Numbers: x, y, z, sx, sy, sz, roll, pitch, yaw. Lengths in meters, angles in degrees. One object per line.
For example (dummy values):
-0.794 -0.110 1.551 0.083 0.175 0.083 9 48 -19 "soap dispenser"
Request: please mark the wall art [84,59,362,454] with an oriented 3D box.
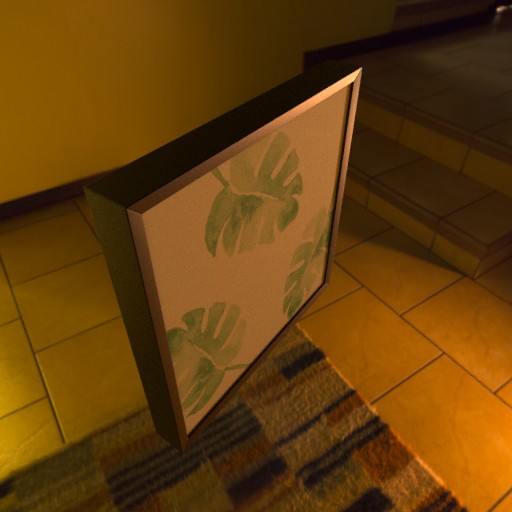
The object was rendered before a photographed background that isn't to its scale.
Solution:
0.000 0.000 0.453 0.038 0.304 0.304 26 47 27 "wall art"
